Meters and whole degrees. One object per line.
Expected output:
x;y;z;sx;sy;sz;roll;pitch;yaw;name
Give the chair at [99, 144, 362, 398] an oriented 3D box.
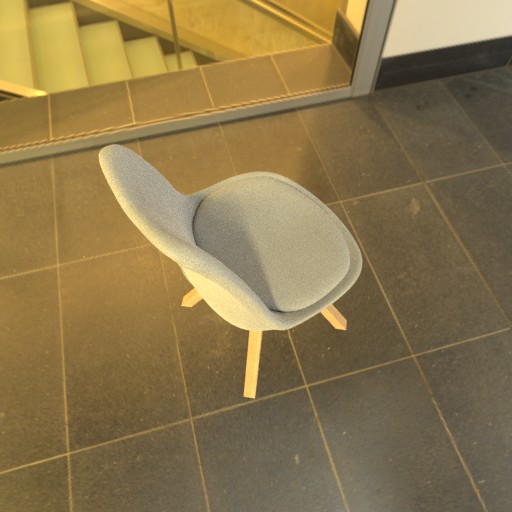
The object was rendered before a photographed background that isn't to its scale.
0.000;0.000;1.188;0.549;0.863;0.474;-31;64;-17;chair
